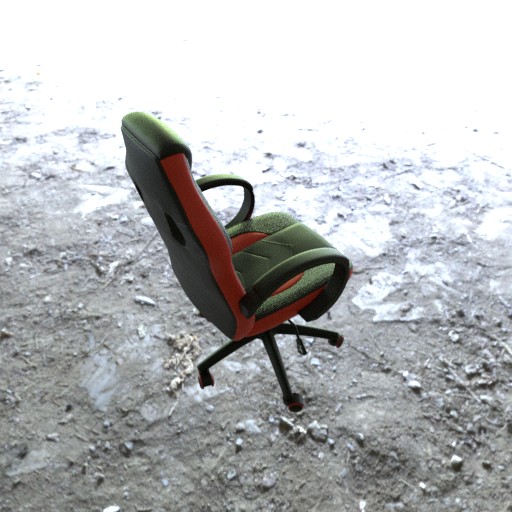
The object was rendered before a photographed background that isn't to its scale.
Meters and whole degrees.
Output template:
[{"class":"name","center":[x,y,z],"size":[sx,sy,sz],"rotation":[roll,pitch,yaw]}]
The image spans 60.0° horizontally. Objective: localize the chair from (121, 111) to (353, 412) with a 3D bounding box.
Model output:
[{"class":"chair","center":[0.000,0.000,1.417],"size":[0.642,1.016,0.600],"rotation":[-24,46,-26]}]
